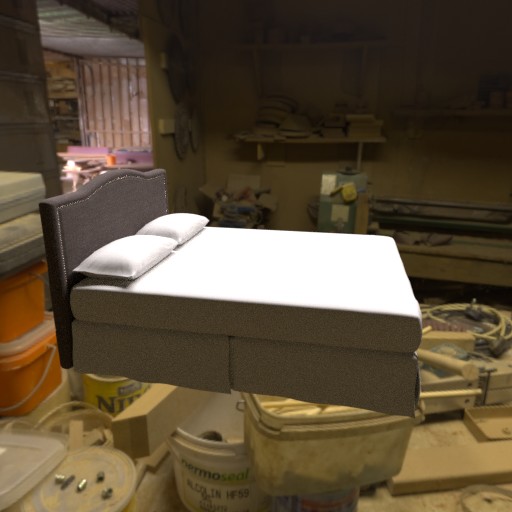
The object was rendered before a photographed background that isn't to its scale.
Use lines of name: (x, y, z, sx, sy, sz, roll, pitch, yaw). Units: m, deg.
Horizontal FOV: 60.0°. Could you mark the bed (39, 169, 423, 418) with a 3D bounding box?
bed: (0.000, 0.000, 3.953, 2.689, 1.457, 2.161, 4, 18, 11)
